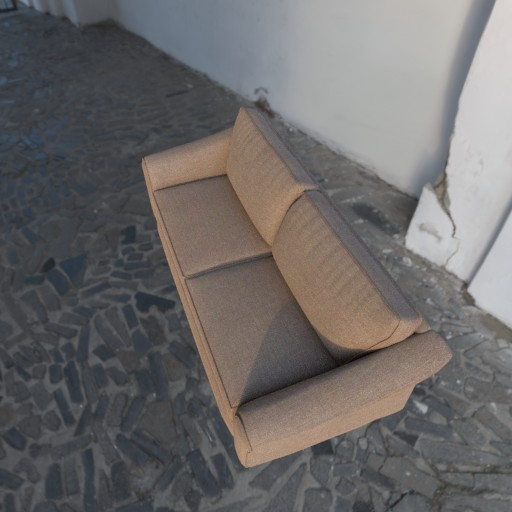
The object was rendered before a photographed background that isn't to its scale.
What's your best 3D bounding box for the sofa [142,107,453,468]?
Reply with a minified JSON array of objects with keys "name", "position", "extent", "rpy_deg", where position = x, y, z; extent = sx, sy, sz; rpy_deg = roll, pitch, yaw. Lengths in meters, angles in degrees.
[{"name":"sofa","position":[0.000,0.000,2.716],"extent":[0.986,0.906,2.270],"rpy_deg":[-16,49,-14]}]
